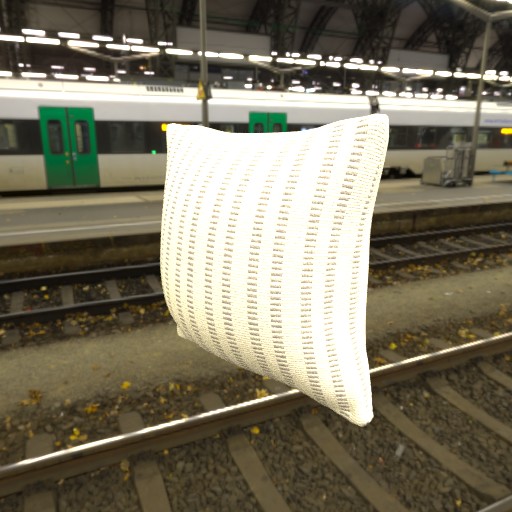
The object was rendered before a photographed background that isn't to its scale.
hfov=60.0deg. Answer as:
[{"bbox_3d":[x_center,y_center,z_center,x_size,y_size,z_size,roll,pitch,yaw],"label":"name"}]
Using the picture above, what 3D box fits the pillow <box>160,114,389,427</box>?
[{"bbox_3d":[0.000,0.000,0.710,0.438,0.419,0.247,14,20,42],"label":"pillow"}]
